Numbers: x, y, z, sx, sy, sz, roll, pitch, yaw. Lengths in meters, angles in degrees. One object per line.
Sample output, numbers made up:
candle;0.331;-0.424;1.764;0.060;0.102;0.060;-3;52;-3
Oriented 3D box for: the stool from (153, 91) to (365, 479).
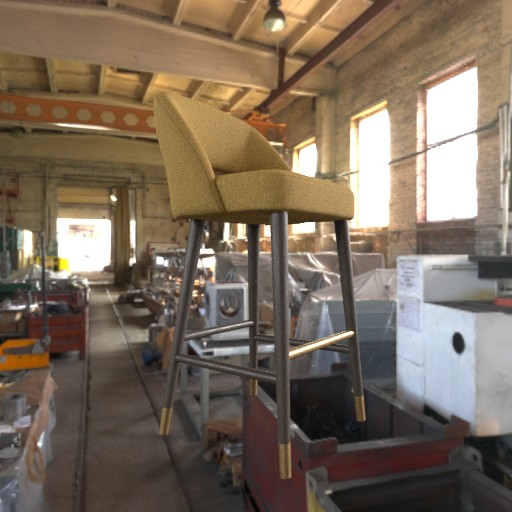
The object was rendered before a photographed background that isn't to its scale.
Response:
stool;0.000;0.000;1.357;0.522;1.032;0.536;0;1;36
